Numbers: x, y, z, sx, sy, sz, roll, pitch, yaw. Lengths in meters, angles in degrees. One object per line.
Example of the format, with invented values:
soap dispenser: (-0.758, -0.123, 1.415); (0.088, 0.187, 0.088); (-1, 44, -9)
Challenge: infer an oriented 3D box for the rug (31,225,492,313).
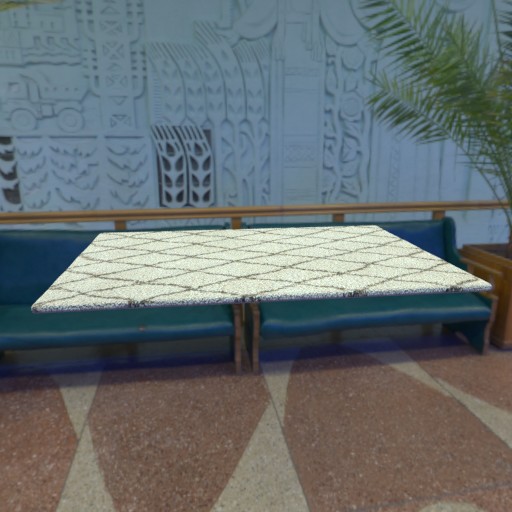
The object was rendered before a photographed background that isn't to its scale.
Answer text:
rug: (0.000, 0.000, 2.264); (1.778, 0.030, 1.219); (-2, 16, -7)
